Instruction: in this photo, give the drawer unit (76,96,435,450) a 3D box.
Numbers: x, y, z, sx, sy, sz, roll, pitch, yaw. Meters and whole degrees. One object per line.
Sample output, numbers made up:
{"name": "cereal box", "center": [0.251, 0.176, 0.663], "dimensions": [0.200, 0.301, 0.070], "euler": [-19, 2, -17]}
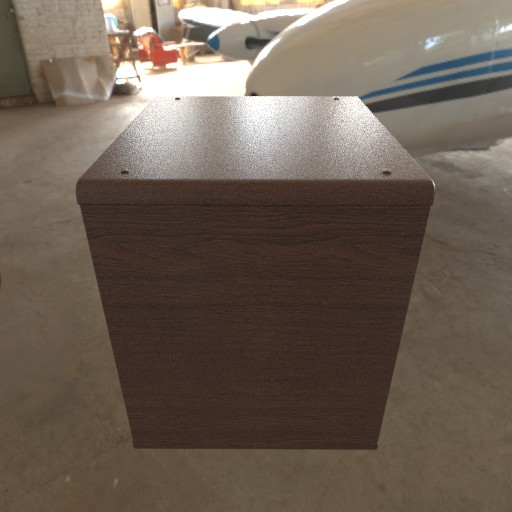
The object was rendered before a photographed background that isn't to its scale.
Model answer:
{"name": "drawer unit", "center": [0.000, 0.000, 0.588], "dimensions": [0.290, 0.344, 0.344], "euler": [0, 31, 0]}
